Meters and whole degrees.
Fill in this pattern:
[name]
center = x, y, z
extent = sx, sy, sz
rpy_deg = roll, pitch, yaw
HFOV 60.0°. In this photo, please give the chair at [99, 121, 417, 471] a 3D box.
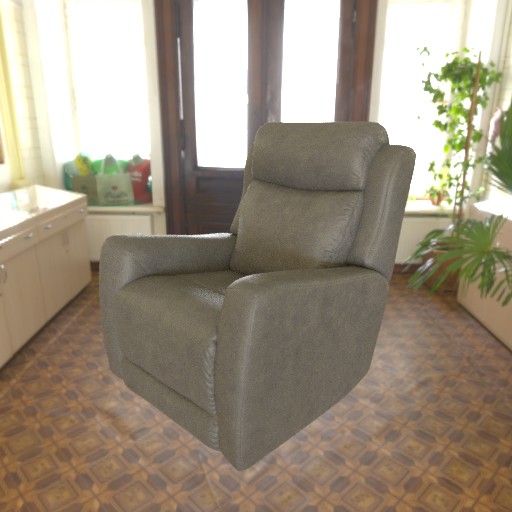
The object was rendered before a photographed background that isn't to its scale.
[chair]
center = 0.000, 0.000, 1.922
extent = 1.068, 1.116, 0.965
rpy_deg = -16, 23, -42
